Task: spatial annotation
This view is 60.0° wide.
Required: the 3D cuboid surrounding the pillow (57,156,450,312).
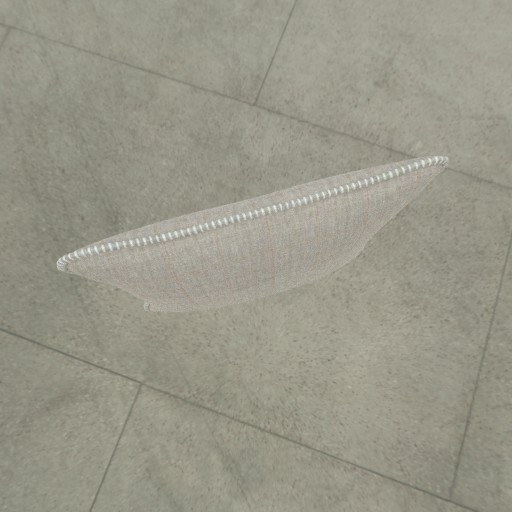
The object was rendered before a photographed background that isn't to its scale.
[{"bbox_3d":[0.000,0.000,0.741,0.485,0.494,0.124,-15,77,-4],"label":"pillow"}]
